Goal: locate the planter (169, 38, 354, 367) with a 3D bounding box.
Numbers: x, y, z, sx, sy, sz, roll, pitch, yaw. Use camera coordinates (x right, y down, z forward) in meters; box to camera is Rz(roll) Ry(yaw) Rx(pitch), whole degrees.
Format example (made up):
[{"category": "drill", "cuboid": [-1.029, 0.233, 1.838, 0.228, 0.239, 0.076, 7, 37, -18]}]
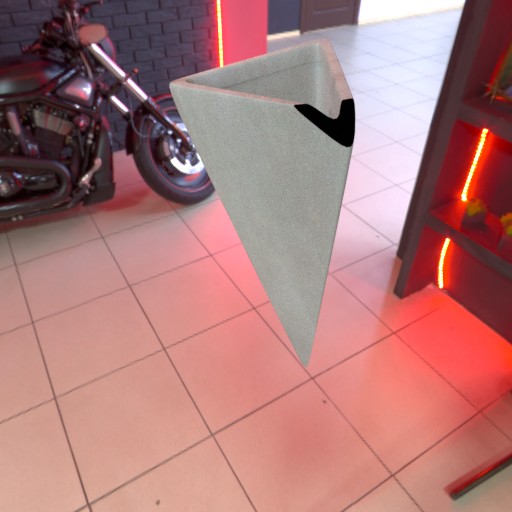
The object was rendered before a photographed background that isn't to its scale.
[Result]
[{"category": "planter", "cuboid": [0.000, 0.000, 0.158, 0.047, 0.130, 0.058, 1, 40, 1]}]
